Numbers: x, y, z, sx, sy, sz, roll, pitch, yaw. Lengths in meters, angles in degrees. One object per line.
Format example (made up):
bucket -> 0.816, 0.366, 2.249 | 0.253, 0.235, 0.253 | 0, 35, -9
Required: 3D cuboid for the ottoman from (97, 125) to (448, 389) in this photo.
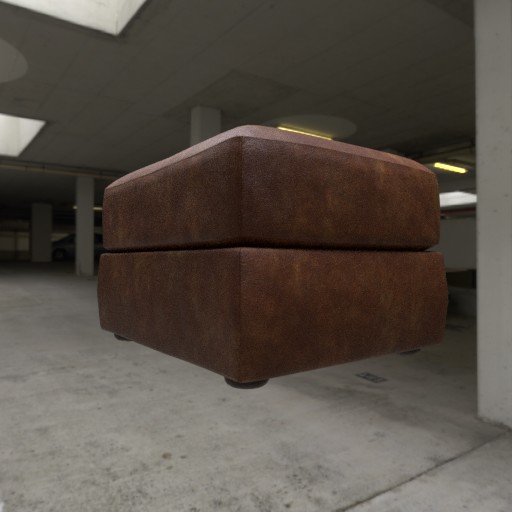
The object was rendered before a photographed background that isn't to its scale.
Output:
ottoman -> 0.000, 0.000, 1.154 | 0.603, 0.476, 0.751 | 1, -1, -36
